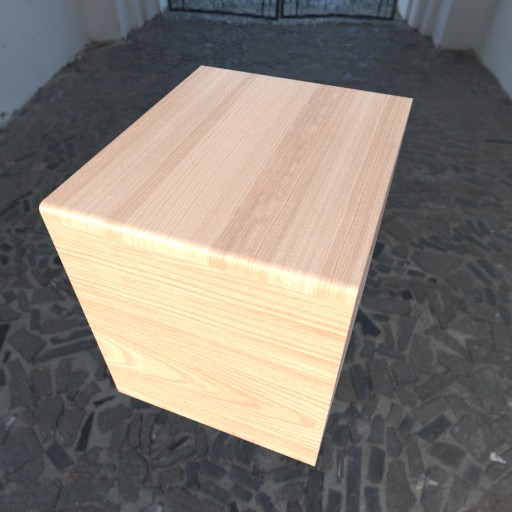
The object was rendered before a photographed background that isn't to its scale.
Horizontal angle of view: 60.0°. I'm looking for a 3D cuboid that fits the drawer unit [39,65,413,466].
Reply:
[{"bbox_3d":[0.000,0.000,0.597,0.290,0.344,0.344,15,47,15],"label":"drawer unit"}]
